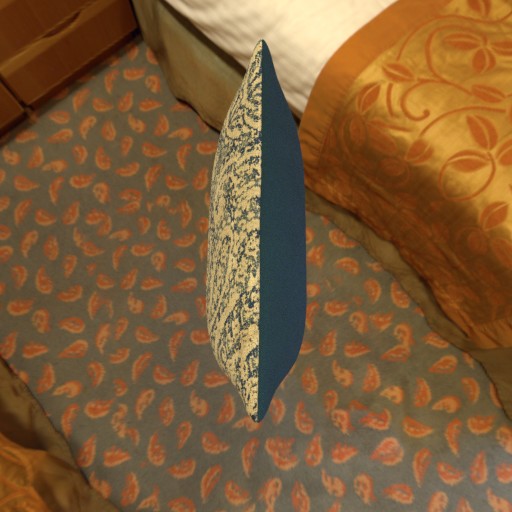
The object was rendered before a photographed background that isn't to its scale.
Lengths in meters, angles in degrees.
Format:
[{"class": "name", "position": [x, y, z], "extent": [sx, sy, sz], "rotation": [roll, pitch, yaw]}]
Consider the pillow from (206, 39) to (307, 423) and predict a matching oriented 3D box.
[{"class": "pillow", "position": [0.000, 0.000, 0.809], "extent": [0.166, 0.510, 0.523], "rotation": [1, 75, 0]}]
